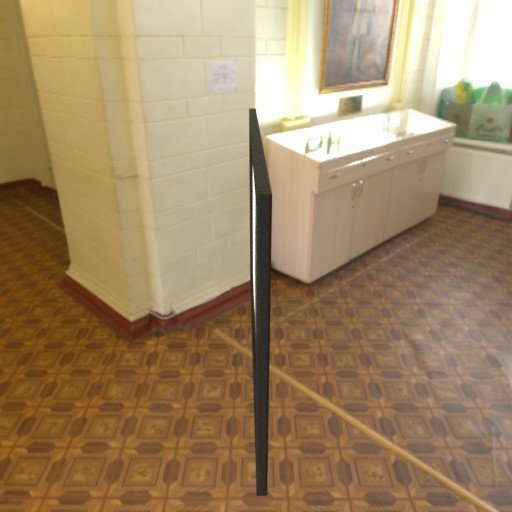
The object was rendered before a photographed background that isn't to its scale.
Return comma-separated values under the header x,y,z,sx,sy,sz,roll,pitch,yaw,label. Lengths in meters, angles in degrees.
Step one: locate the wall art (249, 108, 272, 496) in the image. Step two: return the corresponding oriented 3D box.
x,y,z,sx,sy,sz,roll,pitch,yaw,label
0.000,0.000,1.227,0.049,0.659,0.964,0,26,0,wall art
